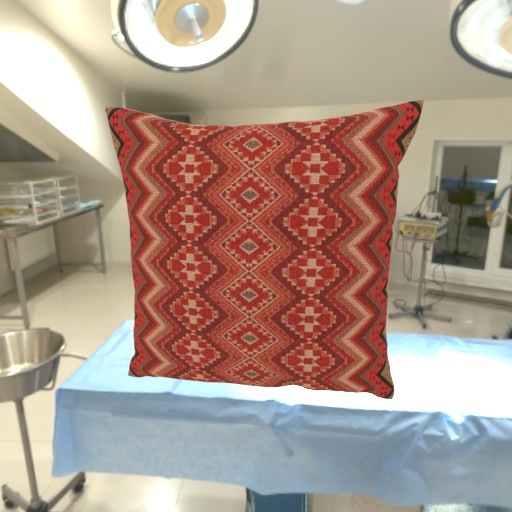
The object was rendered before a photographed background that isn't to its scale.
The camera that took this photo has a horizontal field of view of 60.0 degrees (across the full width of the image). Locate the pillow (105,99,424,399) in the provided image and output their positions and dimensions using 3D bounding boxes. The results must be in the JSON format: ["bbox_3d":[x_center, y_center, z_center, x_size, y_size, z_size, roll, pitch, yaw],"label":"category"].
[{"bbox_3d":[0.000,0.000,0.773,0.513,0.511,0.158,2,15,9],"label":"pillow"}]
